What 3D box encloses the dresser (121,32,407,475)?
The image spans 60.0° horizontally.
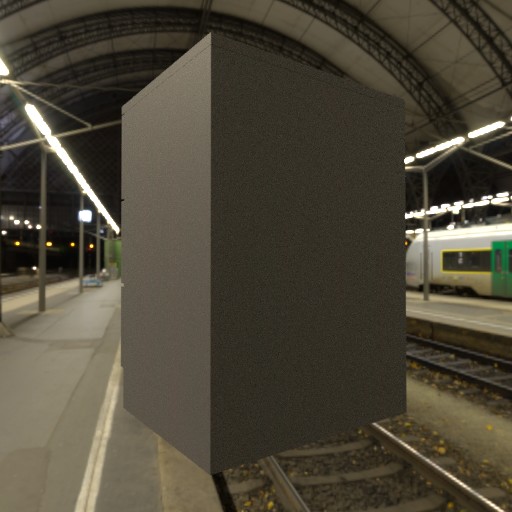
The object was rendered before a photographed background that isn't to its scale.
[{"bbox_3d":[0.000,0.000,0.820,0.400,0.560,0.360,1,-1,-36],"label":"dresser"}]
